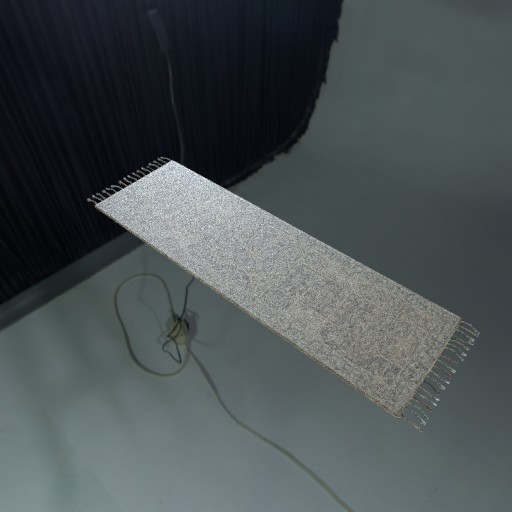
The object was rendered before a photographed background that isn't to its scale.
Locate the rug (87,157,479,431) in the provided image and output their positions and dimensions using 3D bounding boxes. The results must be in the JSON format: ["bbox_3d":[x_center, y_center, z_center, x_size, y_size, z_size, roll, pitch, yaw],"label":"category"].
[{"bbox_3d":[0.000,0.000,2.870,2.664,0.011,0.762,32,54,27],"label":"rug"}]
